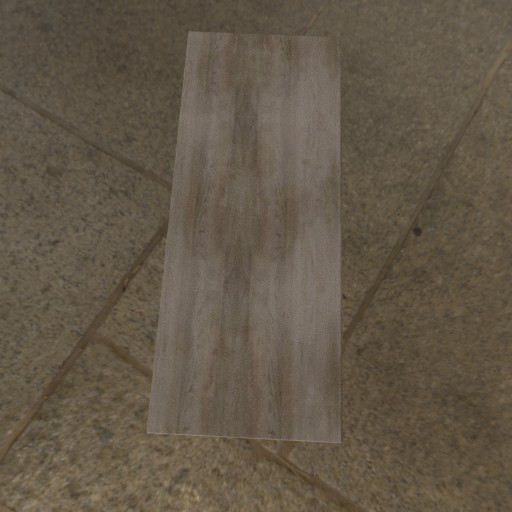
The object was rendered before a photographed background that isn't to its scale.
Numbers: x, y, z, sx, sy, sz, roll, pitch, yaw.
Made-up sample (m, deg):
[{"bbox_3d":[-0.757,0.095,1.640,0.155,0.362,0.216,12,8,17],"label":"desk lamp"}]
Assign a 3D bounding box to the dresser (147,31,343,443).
[{"bbox_3d":[0.000,0.000,1.434,0.404,0.816,0.994,3,75,1],"label":"dresser"}]
